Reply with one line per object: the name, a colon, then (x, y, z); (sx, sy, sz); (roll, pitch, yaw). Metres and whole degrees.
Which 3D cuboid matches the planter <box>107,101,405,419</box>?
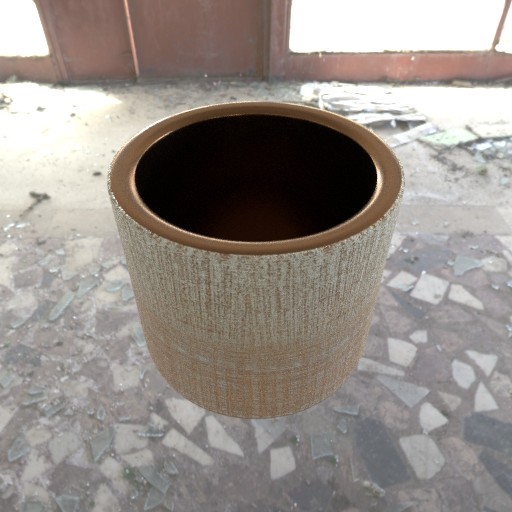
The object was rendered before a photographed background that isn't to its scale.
planter: (0.000, 0.000, 0.194); (0.109, 0.096, 0.109); (0, 42, 0)
